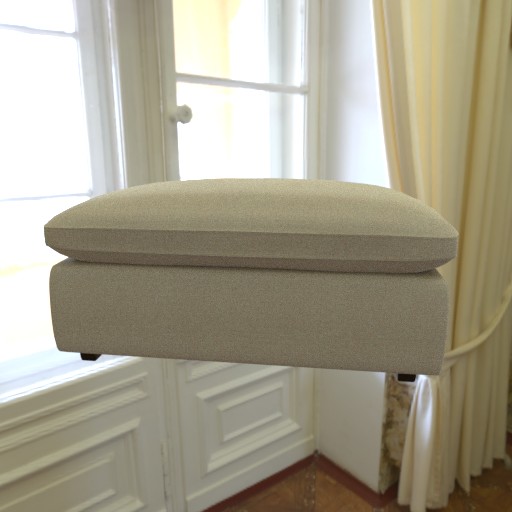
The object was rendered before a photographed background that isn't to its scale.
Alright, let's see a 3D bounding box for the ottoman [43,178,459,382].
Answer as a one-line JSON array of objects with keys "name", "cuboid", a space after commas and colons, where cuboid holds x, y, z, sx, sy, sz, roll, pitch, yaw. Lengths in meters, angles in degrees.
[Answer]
[{"name": "ottoman", "cuboid": [0.000, 0.000, 1.339, 0.984, 0.453, 0.686, 2, 14, 7]}]
